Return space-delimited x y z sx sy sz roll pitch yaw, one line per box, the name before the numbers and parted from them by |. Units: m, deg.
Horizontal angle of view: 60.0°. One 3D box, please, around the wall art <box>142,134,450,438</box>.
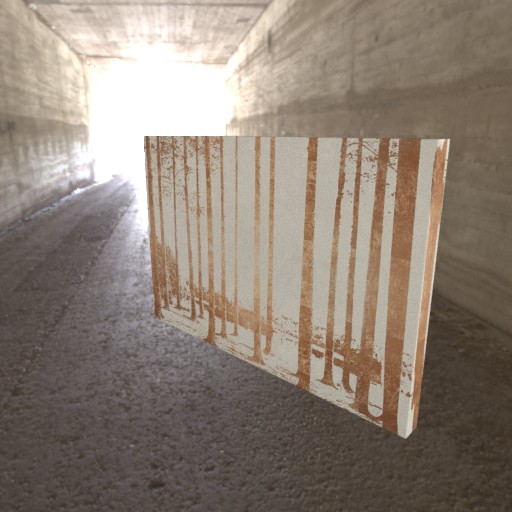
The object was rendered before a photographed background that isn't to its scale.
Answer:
wall art | 0.000 0.000 0.777 0.609 0.405 0.035 15 21 41
